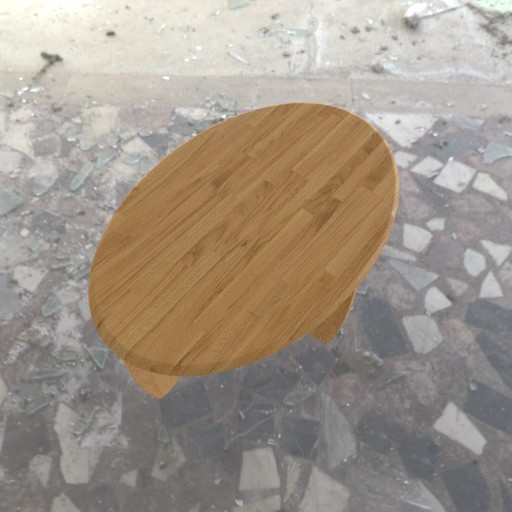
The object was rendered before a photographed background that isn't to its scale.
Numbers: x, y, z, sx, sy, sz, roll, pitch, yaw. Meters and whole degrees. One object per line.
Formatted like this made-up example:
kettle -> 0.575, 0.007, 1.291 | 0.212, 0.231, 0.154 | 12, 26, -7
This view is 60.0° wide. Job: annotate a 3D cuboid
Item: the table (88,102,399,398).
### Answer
table -> 0.000, 0.000, 1.425 | 0.690, 0.490, 1.040 | 34, 64, 20
